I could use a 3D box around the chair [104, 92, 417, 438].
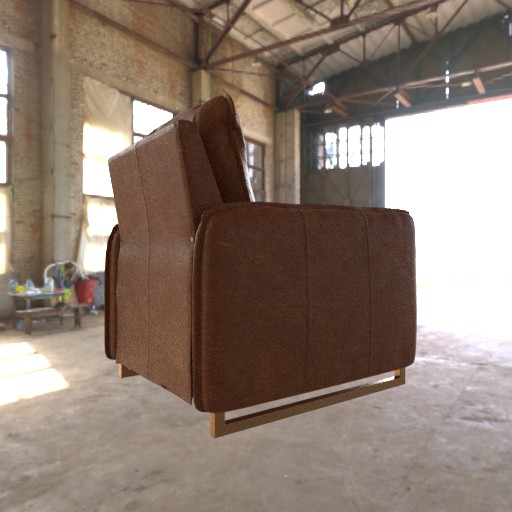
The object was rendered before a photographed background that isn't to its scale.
[{"bbox_3d":[0.000,0.000,1.638,0.922,0.922,0.830,0,0,-36],"label":"chair"}]
